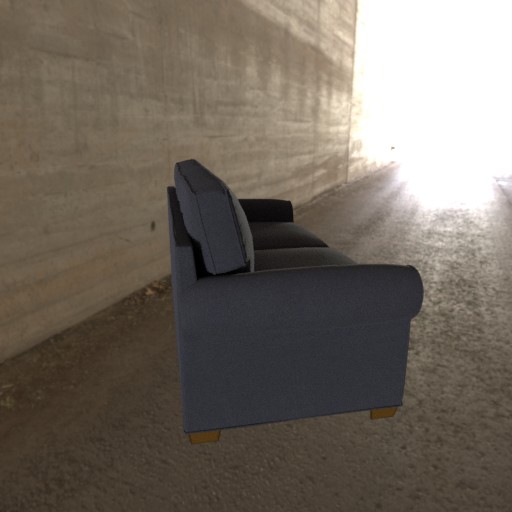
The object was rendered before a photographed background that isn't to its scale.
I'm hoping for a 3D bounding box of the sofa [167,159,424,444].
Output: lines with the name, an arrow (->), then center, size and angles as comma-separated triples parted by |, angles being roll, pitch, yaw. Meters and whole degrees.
sofa -> 0.000, 0.000, 2.544 | 0.951, 1.031, 2.009 | -3, 16, -11
